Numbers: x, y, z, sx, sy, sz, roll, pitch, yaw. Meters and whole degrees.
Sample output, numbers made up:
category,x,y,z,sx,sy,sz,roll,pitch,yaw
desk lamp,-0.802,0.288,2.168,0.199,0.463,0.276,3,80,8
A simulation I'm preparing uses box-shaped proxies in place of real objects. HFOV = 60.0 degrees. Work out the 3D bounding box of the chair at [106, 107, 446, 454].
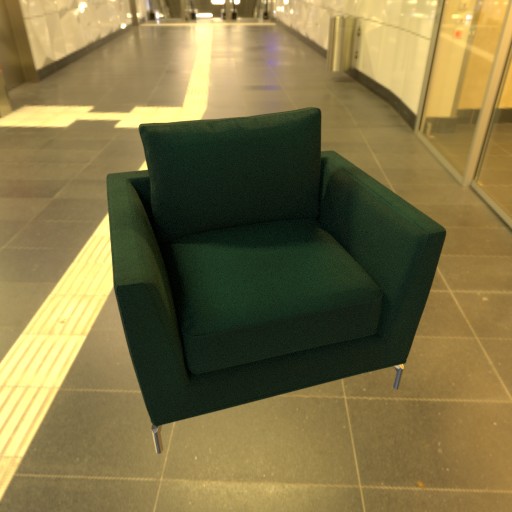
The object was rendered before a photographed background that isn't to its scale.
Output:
category,x,y,z,sx,sy,sz,roll,pitch,yaw
chair,0.000,0.000,1.759,1.047,0.997,0.852,-9,33,-15
